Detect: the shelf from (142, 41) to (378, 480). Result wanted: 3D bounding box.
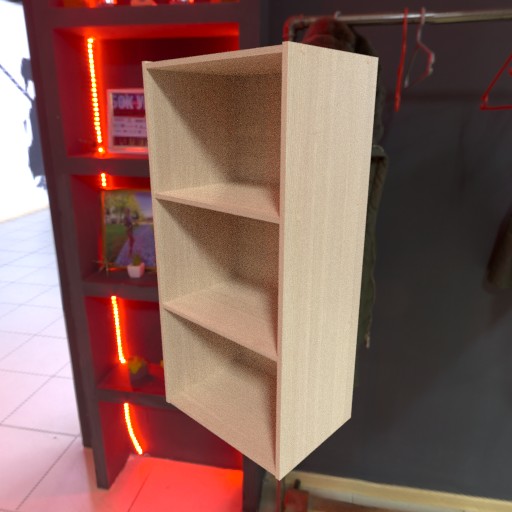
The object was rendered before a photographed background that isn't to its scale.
[{"bbox_3d":[0.000,0.000,1.076,0.417,0.876,0.292,16,24,41],"label":"shelf"}]
